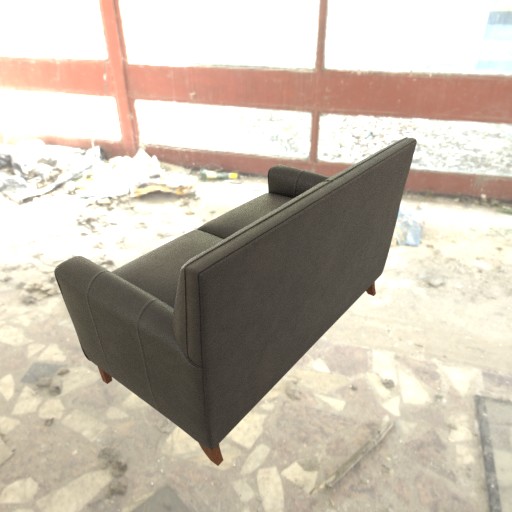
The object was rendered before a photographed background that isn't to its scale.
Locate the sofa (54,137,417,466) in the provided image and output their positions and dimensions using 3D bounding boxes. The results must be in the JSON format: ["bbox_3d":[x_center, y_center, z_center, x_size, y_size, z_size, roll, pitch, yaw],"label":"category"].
[{"bbox_3d":[0.000,0.000,1.989,0.787,0.871,1.473,21,36,32],"label":"sofa"}]
